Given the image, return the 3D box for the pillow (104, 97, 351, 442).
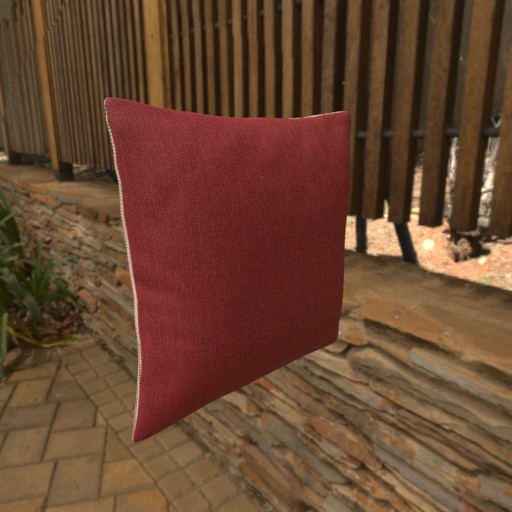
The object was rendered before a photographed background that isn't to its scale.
[{"bbox_3d":[0.000,0.000,0.774,0.513,0.497,0.166,-14,21,-42],"label":"pillow"}]
